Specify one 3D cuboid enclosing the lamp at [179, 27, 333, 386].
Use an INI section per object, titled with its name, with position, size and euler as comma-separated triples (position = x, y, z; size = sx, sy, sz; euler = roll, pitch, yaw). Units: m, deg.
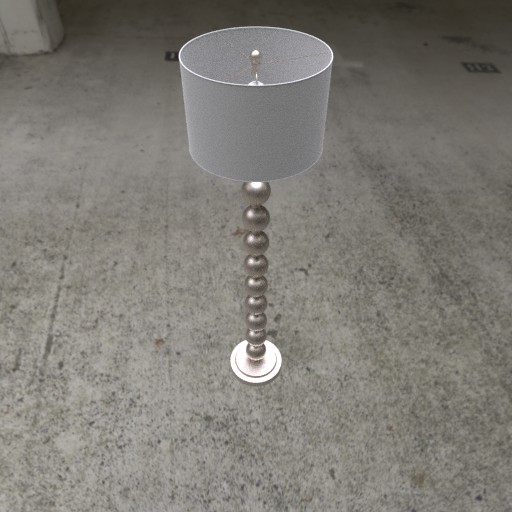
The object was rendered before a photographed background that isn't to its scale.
[lamp]
position = 0.000, 0.000, 1.644
size = 0.394, 1.474, 0.394
euler = -3, 45, -3
